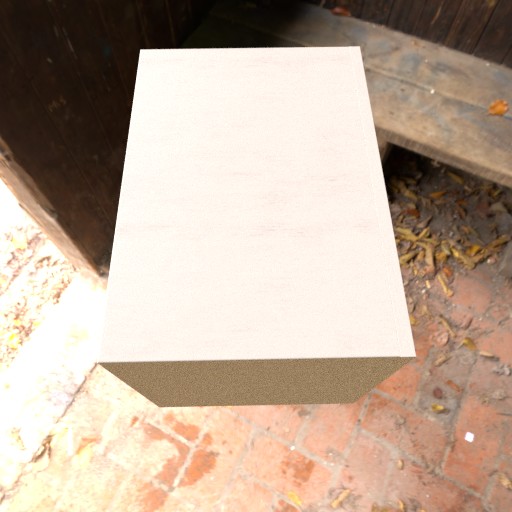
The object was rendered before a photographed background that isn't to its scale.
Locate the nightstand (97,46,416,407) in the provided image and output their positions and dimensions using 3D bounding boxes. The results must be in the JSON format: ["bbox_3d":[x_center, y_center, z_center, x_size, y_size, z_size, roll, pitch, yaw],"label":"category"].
[{"bbox_3d":[0.000,0.000,1.005,0.447,0.604,0.614,-1,64,-1],"label":"nightstand"}]
